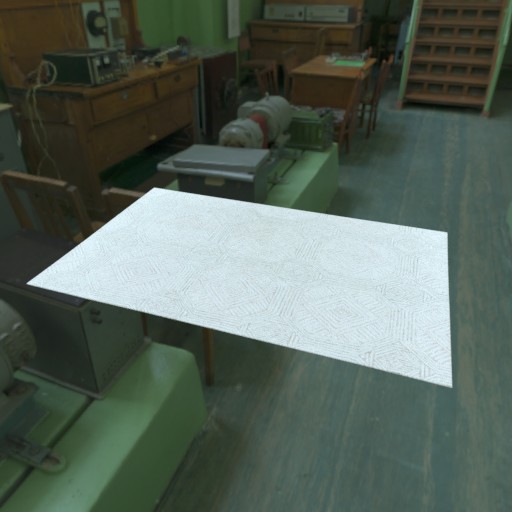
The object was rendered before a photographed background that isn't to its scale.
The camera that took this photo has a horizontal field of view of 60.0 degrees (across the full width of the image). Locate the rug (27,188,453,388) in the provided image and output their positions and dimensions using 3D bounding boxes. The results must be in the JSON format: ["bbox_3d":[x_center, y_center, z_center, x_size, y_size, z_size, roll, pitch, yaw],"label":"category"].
[{"bbox_3d":[0.000,0.000,2.974,2.440,0.008,1.524,11,34,16],"label":"rug"}]
